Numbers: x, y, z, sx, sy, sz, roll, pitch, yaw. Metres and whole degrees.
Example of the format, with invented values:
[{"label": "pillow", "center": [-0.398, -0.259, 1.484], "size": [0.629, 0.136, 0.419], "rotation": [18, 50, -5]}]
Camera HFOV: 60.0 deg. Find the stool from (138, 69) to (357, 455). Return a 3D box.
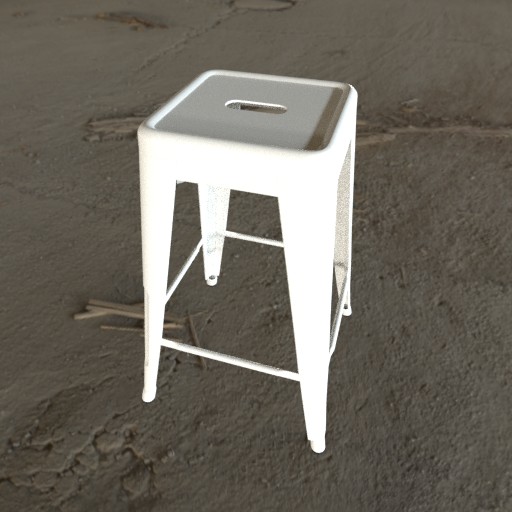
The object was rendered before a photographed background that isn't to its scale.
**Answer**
[{"label": "stool", "center": [0.000, 0.000, 0.870], "size": [0.406, 0.610, 0.406], "rotation": [11, 42, 13]}]
